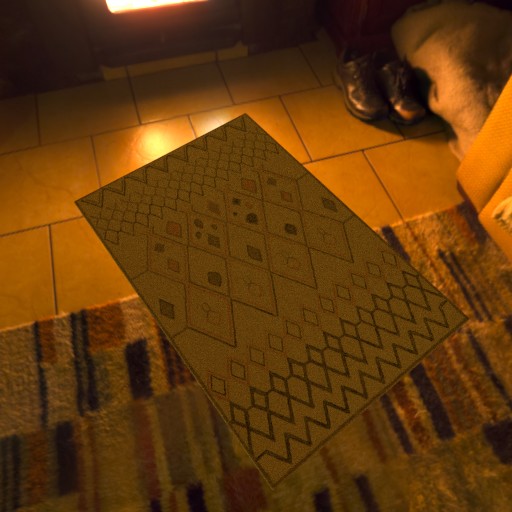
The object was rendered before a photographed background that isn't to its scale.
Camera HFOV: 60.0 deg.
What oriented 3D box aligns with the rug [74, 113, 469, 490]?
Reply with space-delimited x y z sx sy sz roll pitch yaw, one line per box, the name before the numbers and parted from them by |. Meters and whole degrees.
rug | 0.000 0.000 2.339 1.219 0.016 1.829 -33 64 -18
